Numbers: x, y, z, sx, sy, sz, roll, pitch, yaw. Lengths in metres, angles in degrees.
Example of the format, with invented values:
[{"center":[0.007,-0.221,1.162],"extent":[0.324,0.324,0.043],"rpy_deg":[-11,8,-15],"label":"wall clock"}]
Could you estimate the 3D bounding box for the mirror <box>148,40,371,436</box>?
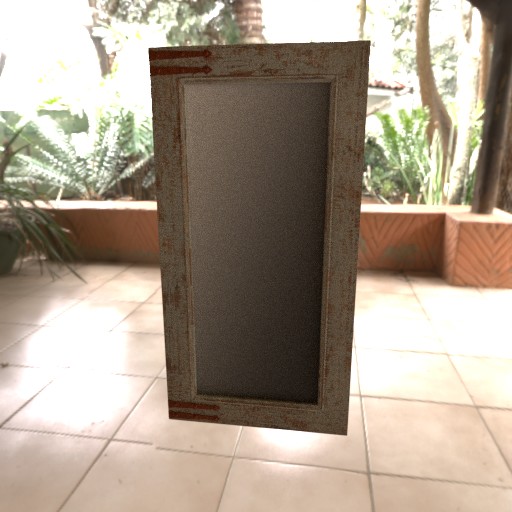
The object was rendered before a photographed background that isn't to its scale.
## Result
[{"center":[0.000,0.000,1.052],"extent":[0.472,0.922,0.027],"rpy_deg":[2,15,8],"label":"mirror"}]
